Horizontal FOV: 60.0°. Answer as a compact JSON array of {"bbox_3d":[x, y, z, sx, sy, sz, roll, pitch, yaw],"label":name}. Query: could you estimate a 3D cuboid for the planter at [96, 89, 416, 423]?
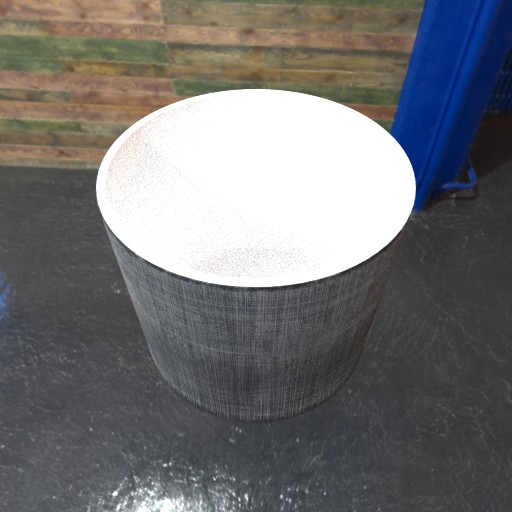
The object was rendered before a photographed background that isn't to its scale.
[{"bbox_3d":[0.000,0.000,0.443,0.254,0.221,0.254,0,48,0],"label":"planter"}]
